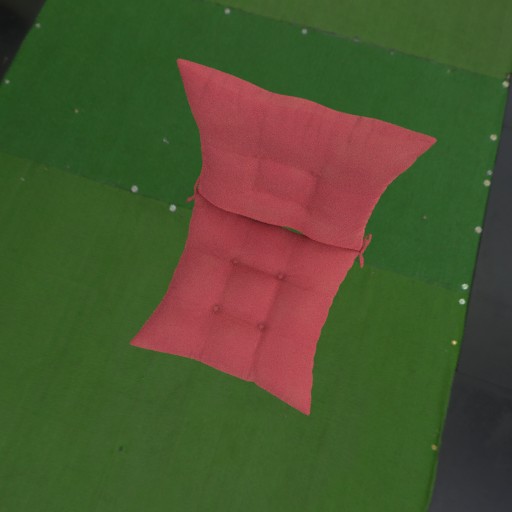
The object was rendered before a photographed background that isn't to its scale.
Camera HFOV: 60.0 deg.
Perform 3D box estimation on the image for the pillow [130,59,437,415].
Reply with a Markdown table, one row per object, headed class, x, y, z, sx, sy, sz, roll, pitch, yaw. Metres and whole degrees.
| class | x | y | z | sx | sy | sz | roll | pitch | yaw |
| --- | --- | --- | --- | --- | --- | --- | --- | --- | --- |
| pillow | 0.000 | 0.000 | 1.010 | 0.541 | 0.536 | 0.585 | 20 | 76 | 5 |
